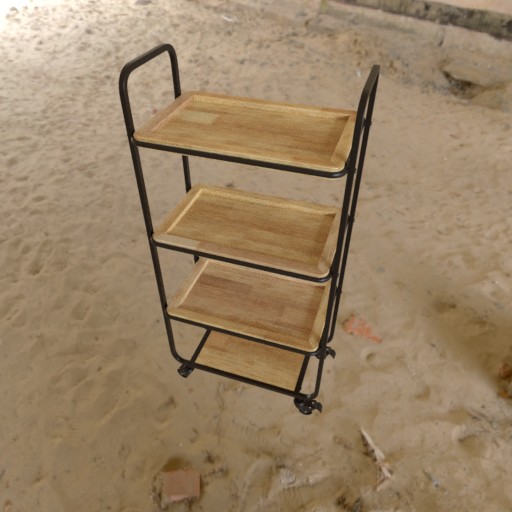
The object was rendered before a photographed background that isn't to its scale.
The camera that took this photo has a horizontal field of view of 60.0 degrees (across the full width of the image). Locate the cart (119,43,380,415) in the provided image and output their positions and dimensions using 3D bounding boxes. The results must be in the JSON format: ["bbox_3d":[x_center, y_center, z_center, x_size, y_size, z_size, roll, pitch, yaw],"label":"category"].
[{"bbox_3d":[0.000,0.000,1.303,0.545,1.080,0.321,12,42,14],"label":"cart"}]
